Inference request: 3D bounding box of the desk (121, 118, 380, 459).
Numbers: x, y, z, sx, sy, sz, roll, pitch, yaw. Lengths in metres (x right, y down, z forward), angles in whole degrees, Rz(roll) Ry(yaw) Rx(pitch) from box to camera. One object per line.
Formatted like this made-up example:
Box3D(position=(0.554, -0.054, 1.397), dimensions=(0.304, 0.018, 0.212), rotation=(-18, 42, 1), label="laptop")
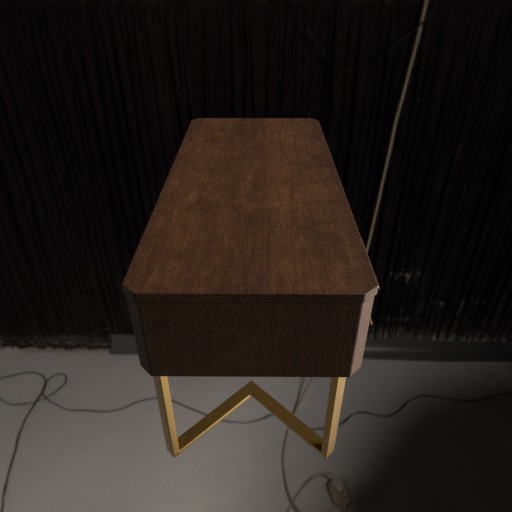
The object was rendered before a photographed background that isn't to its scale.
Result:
Box3D(position=(0.000, 0.000, 1.938), dimensions=(0.684, 0.762, 1.479), rotation=(0, 34, 0), label="desk")
